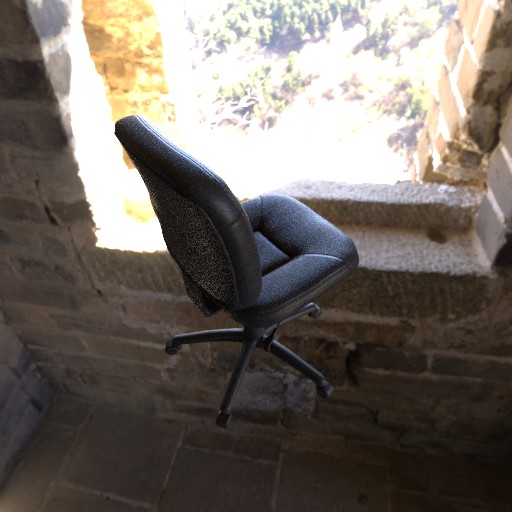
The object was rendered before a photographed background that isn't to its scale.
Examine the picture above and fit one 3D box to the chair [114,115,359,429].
[{"bbox_3d":[0.000,0.000,1.391,0.646,0.959,0.647,-25,47,-26],"label":"chair"}]
